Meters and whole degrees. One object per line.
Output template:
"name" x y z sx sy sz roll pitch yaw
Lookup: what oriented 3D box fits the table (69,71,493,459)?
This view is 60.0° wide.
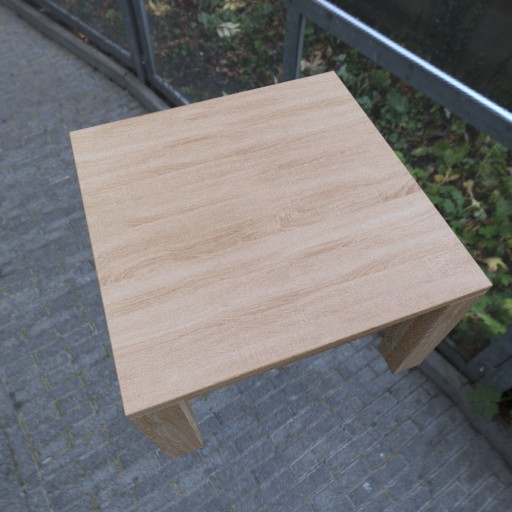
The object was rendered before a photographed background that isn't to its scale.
"table" 0.000 0.000 1.139 0.700 0.450 0.700 -17 59 -11
